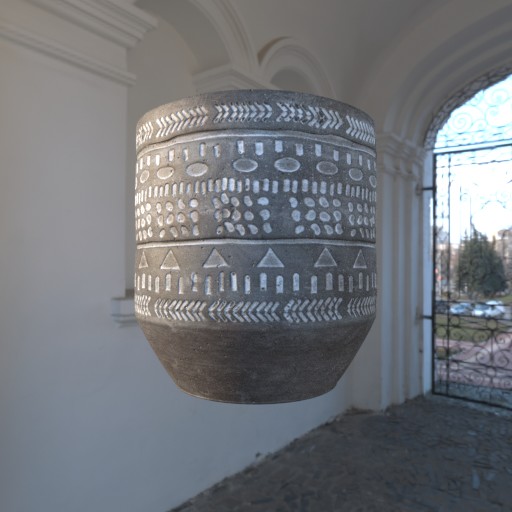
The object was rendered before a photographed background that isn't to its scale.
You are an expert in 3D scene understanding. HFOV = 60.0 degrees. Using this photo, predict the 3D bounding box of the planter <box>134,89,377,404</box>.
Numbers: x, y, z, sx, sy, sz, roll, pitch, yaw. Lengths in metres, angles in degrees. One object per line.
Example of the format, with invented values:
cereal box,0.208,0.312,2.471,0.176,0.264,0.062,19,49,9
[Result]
planter,0.000,0.000,0.230,0.122,0.128,0.122,0,-1,0
